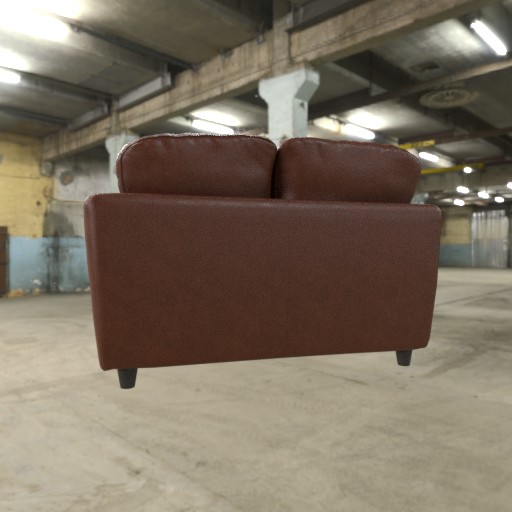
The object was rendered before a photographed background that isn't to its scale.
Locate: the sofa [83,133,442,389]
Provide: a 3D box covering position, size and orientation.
[{"bbox_3d":[0.000,0.000,1.958,1.406,0.906,0.805,0,0,-16],"label":"sofa"}]
